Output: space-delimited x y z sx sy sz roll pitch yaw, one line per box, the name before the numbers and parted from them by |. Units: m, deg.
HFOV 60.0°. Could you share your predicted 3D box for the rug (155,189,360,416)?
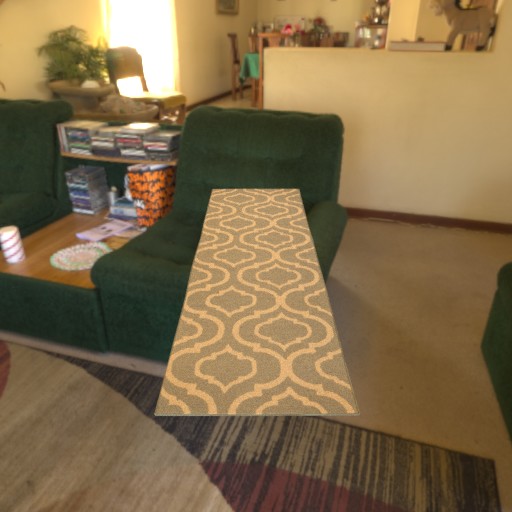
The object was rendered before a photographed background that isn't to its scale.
rug | 0.000 0.000 2.472 0.684 0.009 2.275 0 27 0
